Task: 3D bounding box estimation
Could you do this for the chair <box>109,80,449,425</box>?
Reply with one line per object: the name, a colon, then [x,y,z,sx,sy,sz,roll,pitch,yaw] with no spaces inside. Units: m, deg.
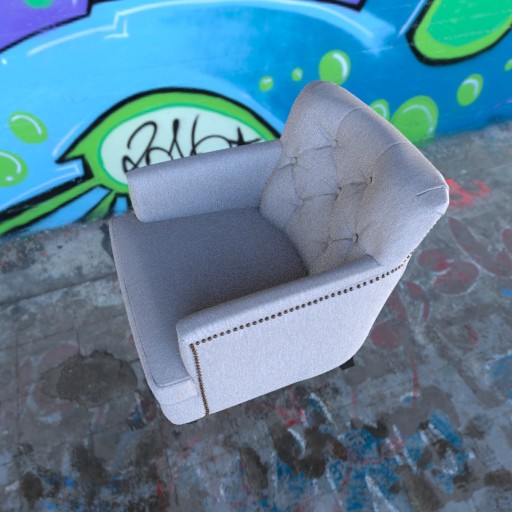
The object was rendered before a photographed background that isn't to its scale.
chair: [0.000,0.000,1.500,0.902,0.823,0.737,-16,49,-15]
